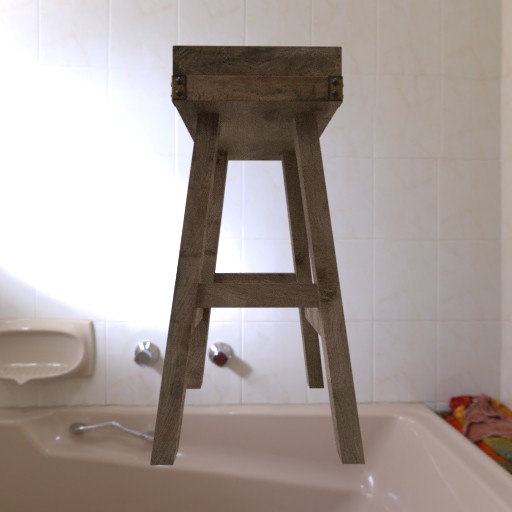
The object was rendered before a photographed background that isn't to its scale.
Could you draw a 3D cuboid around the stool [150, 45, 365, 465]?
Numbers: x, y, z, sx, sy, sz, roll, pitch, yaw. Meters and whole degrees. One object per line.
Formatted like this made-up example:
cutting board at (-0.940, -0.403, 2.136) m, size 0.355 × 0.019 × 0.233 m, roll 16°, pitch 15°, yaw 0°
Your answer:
stool at (0.000, 0.000, 0.886) m, size 0.330 × 0.635 × 0.450 m, roll 0°, pitch 1°, yaw -1°
